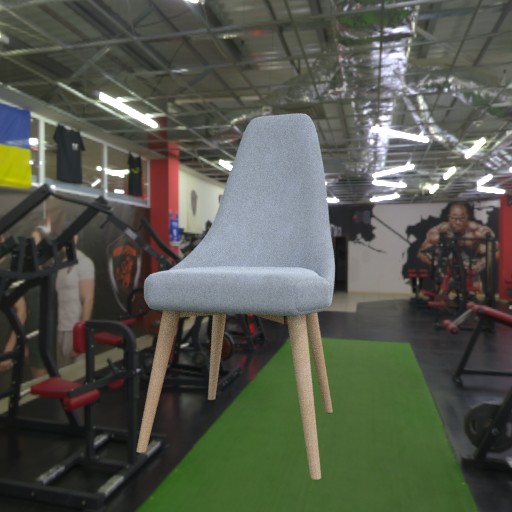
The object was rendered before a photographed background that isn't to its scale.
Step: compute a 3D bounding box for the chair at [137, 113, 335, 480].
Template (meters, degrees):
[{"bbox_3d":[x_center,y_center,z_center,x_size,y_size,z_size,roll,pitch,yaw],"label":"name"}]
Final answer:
[{"bbox_3d":[0.000,0.000,1.374,0.510,1.040,0.660,0,1,17],"label":"chair"}]
